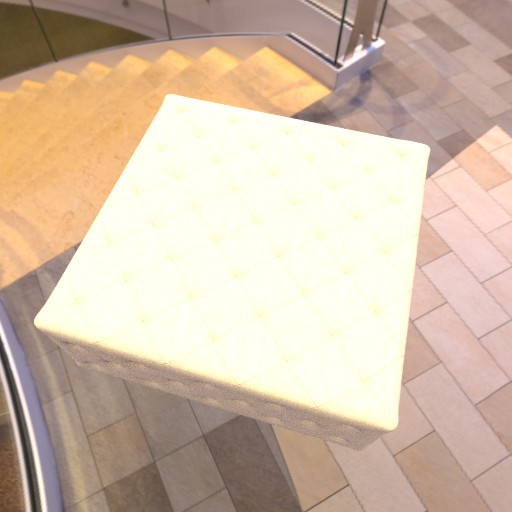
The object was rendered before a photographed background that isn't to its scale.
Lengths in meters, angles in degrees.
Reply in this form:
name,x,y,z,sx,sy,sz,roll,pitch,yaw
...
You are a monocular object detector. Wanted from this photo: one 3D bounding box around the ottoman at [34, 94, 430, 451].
name,x,y,z,sx,sy,sz,roll,pitch,yaw
ottoman,0.000,0.000,1.595,1.028,0.439,1.028,14,60,8
